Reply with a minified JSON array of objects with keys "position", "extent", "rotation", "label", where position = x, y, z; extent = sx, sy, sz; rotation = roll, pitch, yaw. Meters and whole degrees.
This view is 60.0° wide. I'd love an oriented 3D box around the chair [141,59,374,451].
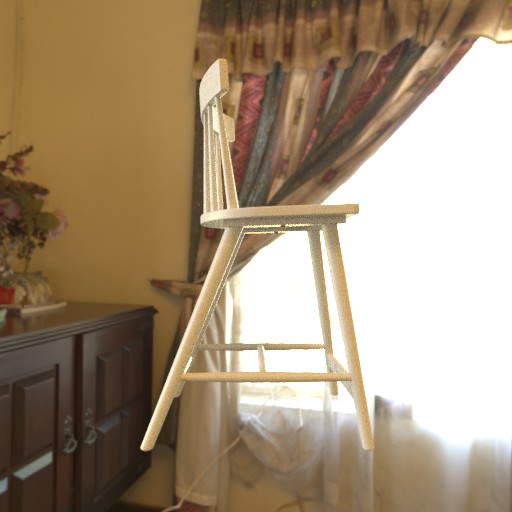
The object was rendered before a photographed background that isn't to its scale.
[{"position":[0.000,0.000,1.301],"extent":[0.572,0.952,0.483],"rotation":[0,0,-1],"label":"chair"}]
